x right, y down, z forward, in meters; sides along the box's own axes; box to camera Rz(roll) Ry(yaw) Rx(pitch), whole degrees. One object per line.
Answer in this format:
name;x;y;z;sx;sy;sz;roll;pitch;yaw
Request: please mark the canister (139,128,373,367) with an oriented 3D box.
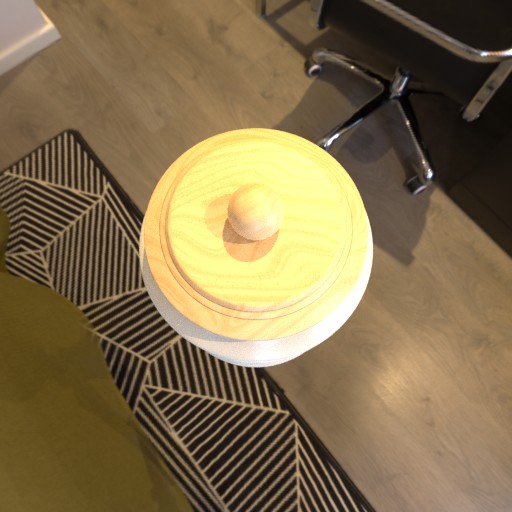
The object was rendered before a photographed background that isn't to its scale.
canister;0.000;0.000;0.274;0.130;0.176;0.130;0;74;0
